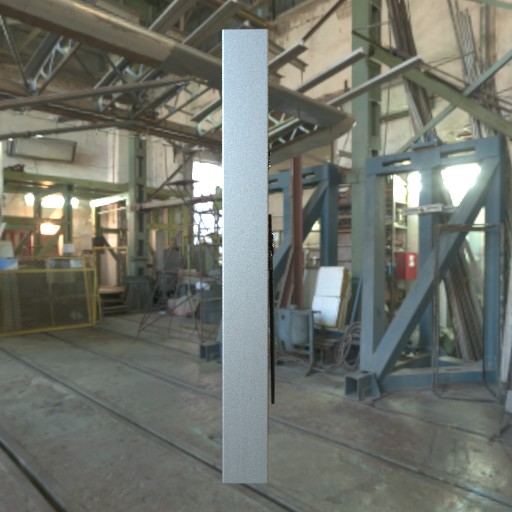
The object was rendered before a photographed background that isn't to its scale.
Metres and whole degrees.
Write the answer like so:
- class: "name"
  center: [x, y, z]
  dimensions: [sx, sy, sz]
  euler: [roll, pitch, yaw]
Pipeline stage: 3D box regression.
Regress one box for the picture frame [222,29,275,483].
- class: "picture frame"
  center: [0.000, 0.000, 0.281]
  dimensions: [0.028, 0.208, 0.157]
  euler: [0, 0, 1]
